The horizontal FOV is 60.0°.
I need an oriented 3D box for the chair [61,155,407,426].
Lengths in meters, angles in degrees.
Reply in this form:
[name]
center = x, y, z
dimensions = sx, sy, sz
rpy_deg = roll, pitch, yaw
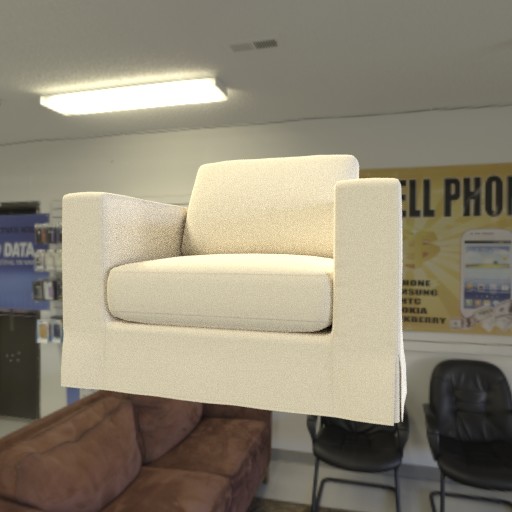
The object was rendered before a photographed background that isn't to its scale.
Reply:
[chair]
center = 0.000, 0.000, 1.784
dimensions = 1.150, 0.878, 0.957
rpy_deg = 0, 1, 18
